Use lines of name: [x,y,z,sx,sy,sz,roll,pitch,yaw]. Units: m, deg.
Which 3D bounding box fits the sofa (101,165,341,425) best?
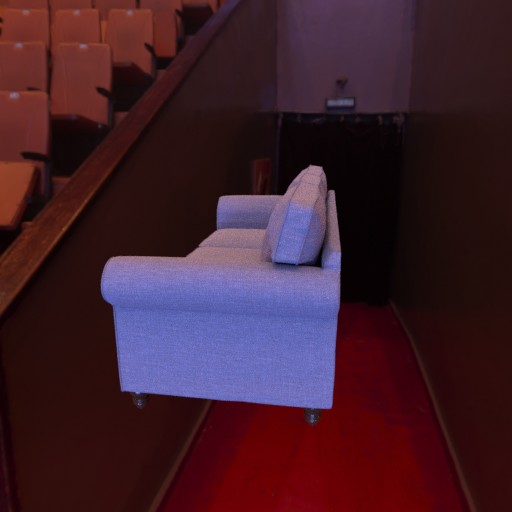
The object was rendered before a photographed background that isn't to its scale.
sofa: [0.000,0.000,2.628,0.916,0.961,2.084,2,15,9]
